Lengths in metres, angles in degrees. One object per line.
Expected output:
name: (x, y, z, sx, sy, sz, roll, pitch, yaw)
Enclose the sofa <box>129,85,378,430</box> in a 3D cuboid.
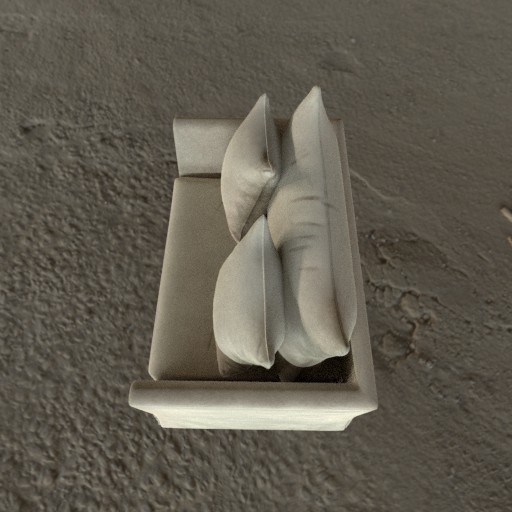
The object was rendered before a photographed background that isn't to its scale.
sofa: (0.000, 0.000, 2.290, 1.035, 1.040, 1.608, 1, 59, 0)
